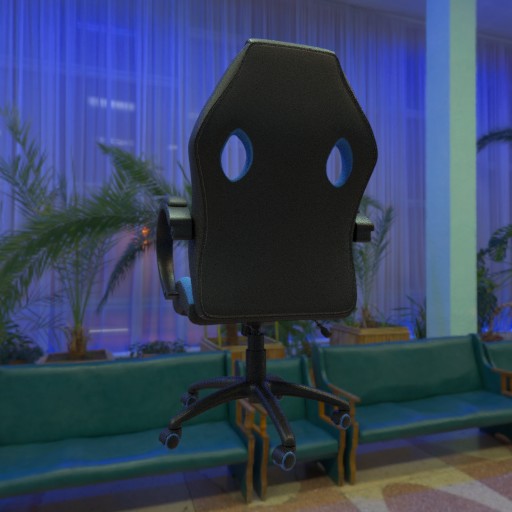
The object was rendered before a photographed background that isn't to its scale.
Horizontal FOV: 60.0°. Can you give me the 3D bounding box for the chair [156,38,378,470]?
[{"bbox_3d":[0.000,0.000,1.544,0.673,1.187,0.724,0,-1,-17],"label":"chair"}]
